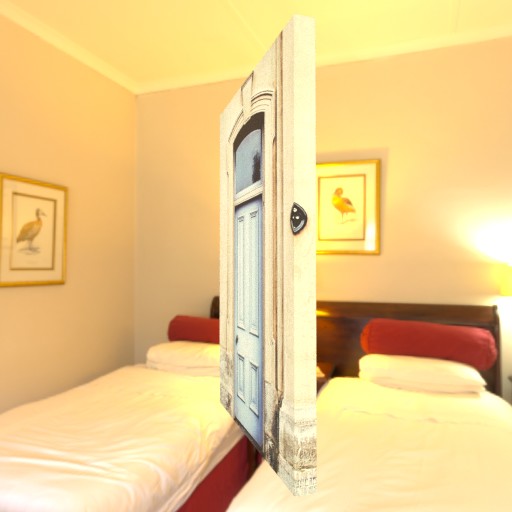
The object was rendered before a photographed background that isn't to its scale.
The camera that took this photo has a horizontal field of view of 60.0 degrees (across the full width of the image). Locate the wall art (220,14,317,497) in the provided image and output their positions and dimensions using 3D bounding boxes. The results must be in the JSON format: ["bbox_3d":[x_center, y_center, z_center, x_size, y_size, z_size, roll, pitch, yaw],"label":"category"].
[{"bbox_3d":[0.000,0.000,0.947,0.038,0.764,0.508,0,-1,-18],"label":"wall art"}]
